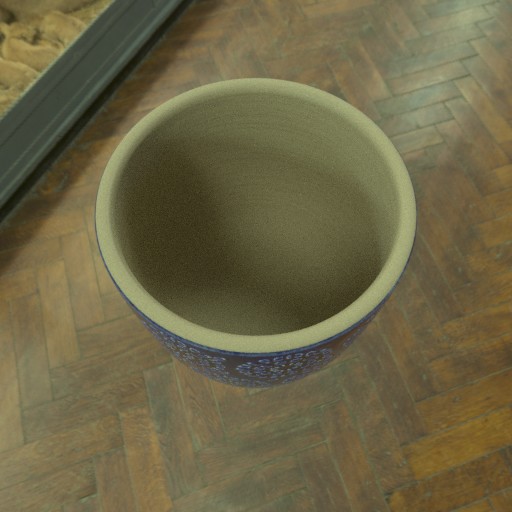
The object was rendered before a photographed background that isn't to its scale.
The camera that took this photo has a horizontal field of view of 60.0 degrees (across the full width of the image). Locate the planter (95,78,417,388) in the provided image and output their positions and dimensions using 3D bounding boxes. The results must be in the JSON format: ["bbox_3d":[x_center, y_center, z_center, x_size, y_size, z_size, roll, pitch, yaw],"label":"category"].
[{"bbox_3d":[0.000,0.000,0.292,0.165,0.149,0.165,0,65,0],"label":"planter"}]
